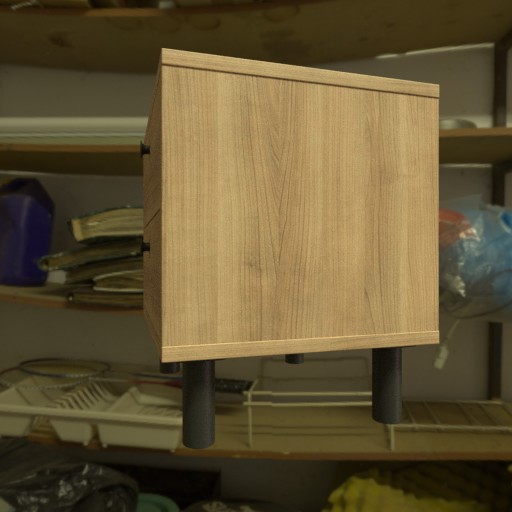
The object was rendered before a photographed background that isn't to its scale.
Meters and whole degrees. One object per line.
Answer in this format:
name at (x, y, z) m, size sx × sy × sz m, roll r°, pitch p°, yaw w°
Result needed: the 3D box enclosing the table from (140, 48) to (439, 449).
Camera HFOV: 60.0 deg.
table at (0.000, 0.000, 0.753) m, size 0.380 × 0.460 × 0.445 m, roll 0°, pitch 0°, yaw -17°
